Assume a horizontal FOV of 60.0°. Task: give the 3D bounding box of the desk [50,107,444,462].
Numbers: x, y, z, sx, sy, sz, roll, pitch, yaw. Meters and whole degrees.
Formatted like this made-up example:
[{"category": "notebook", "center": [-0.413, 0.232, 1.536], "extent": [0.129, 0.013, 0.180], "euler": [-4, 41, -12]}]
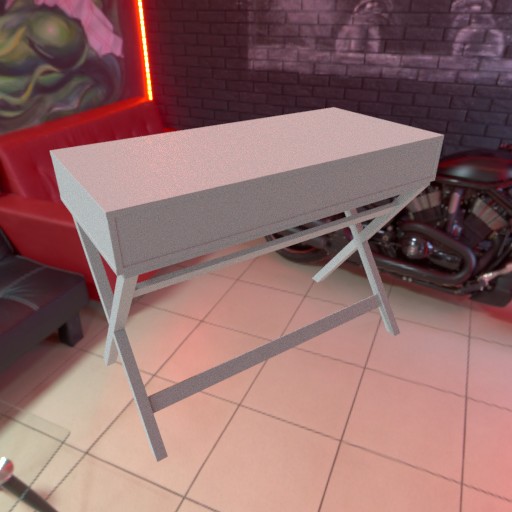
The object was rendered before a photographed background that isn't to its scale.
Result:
[{"category": "desk", "center": [0.000, 0.000, 1.506], "extent": [1.057, 0.780, 0.525], "euler": [-18, 34, -29]}]
